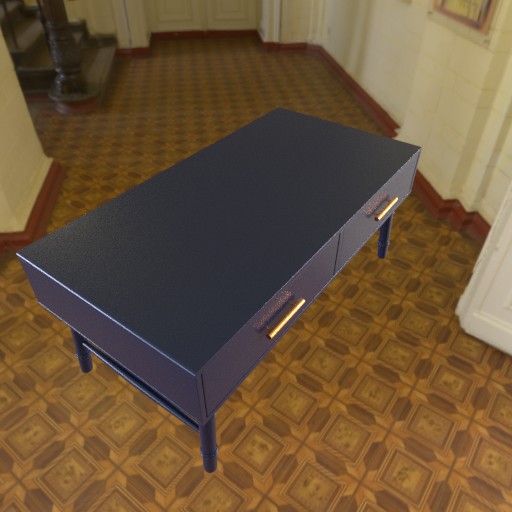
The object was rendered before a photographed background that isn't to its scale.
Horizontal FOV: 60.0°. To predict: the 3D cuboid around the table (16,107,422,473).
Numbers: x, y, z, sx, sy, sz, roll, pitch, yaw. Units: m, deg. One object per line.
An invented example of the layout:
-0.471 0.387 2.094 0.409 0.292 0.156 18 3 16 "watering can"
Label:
0.000 0.000 1.352 0.572 0.457 1.067 26 46 27 "table"
